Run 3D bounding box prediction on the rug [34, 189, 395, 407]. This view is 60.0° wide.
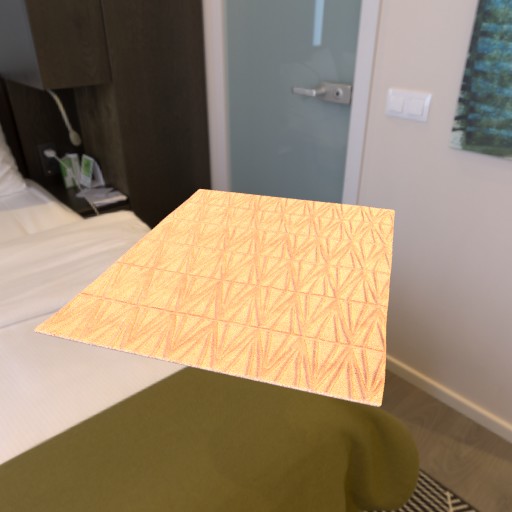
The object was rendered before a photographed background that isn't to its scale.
[{"bbox_3d":[0.000,0.000,4.167,2.453,0.043,3.052,8,30,14],"label":"rug"}]
